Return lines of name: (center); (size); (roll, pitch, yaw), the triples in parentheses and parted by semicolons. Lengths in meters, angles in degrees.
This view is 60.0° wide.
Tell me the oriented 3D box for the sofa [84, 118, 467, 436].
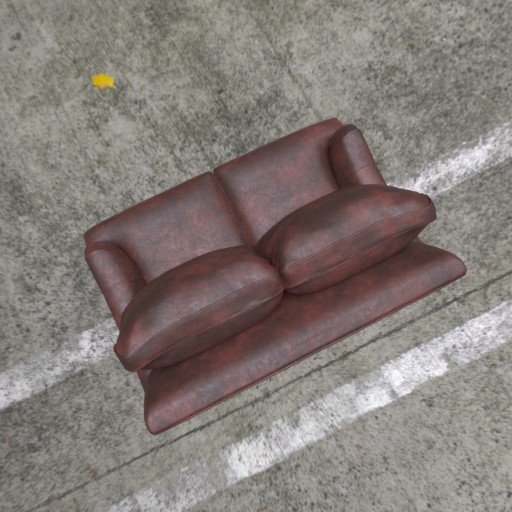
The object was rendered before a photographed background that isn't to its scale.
sofa: (0.000, 0.000, 2.389); (1.628, 1.070, 1.148); (-26, 79, -6)
